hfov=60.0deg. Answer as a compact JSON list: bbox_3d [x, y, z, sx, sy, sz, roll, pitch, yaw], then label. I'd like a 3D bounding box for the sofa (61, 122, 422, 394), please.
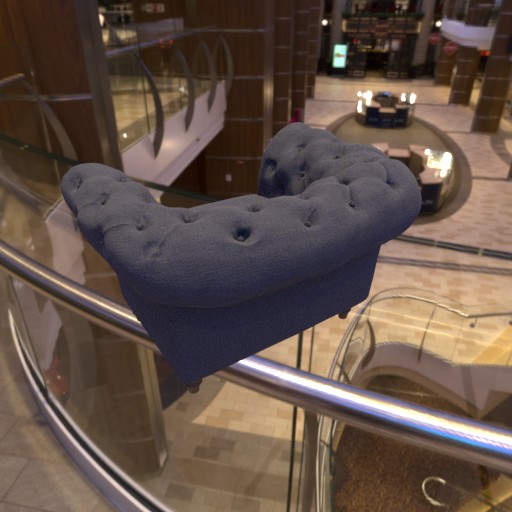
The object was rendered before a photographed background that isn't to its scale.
[{"bbox_3d":[0.000,0.000,2.022,1.405,0.878,1.032,-19,36,-29],"label":"sofa"}]
